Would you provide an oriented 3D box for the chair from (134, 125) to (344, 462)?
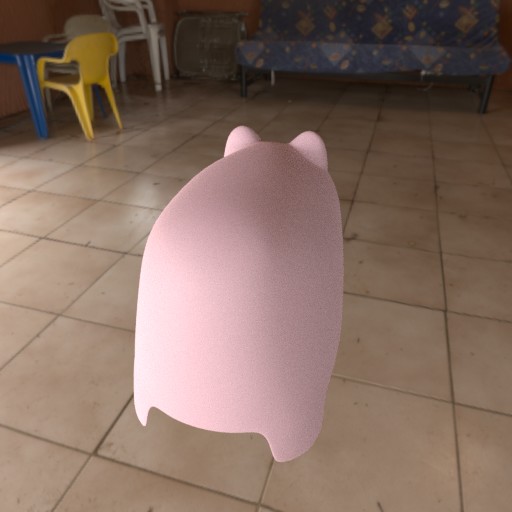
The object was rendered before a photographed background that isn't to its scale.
[{"bbox_3d":[0.000,0.000,0.870,0.364,0.423,0.619,9,33,14],"label":"chair"}]
